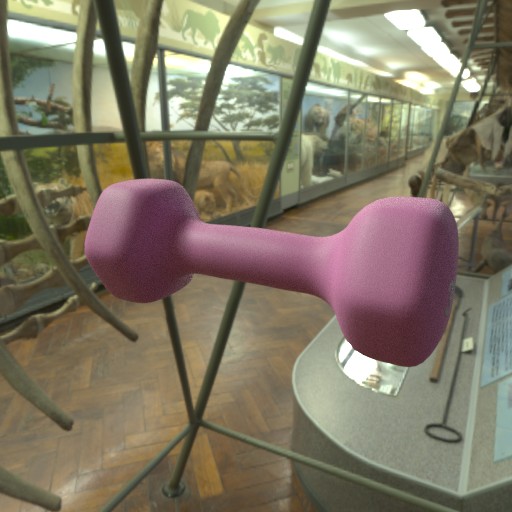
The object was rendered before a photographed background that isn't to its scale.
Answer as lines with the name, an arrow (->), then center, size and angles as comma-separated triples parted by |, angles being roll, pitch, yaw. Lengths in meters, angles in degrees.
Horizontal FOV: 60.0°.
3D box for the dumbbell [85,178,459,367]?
dumbbell -> 0.000, 0.000, 0.192 | 0.159, 0.058, 0.064 | 9, 19, 27
